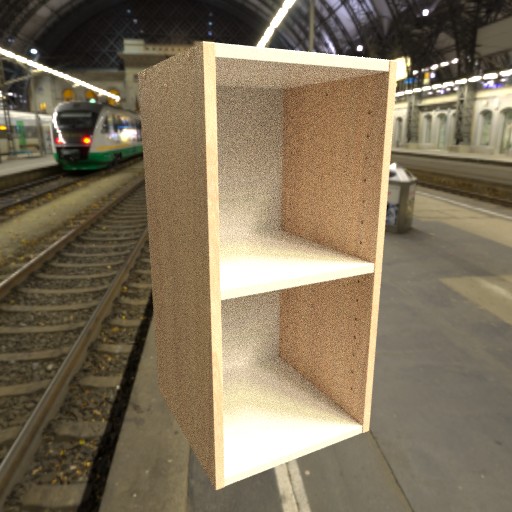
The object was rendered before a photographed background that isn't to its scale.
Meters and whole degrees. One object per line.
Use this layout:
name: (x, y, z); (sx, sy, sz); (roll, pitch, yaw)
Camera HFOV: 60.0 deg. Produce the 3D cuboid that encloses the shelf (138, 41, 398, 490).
shelf: (0.000, 0.000, 0.753); (0.290, 0.594, 0.297); (-8, 17, -27)
